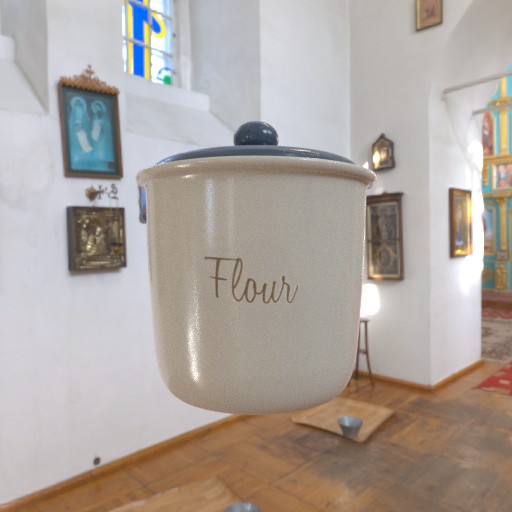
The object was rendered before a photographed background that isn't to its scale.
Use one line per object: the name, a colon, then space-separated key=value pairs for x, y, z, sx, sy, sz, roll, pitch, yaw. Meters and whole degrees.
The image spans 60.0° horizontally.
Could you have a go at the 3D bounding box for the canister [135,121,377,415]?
canister: x=0.000 y=0.000 z=0.347 sx=0.182 sy=0.208 sz=0.182 roll=0 pitch=1 yaw=0
